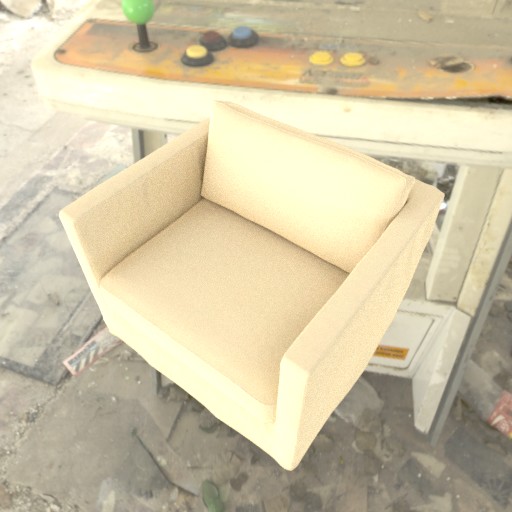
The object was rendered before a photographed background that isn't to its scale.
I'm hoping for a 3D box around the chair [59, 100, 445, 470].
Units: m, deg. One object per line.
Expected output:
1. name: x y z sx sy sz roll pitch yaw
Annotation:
1. chair: 0.000 0.000 1.751 1.057 0.851 0.947 29 54 24
